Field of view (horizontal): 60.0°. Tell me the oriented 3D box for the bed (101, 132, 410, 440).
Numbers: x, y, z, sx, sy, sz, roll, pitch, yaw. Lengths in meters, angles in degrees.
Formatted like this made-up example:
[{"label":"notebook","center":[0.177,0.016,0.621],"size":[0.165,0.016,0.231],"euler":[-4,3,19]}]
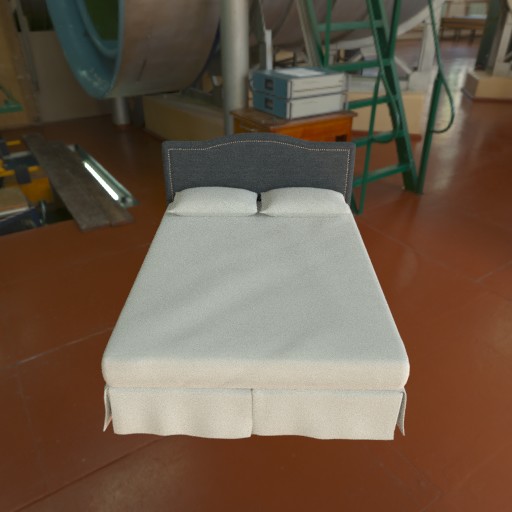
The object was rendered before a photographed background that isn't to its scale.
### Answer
[{"label":"bed","center":[0.000,0.000,3.915],"size":[2.161,1.457,2.689],"euler":[0,31,1]}]
